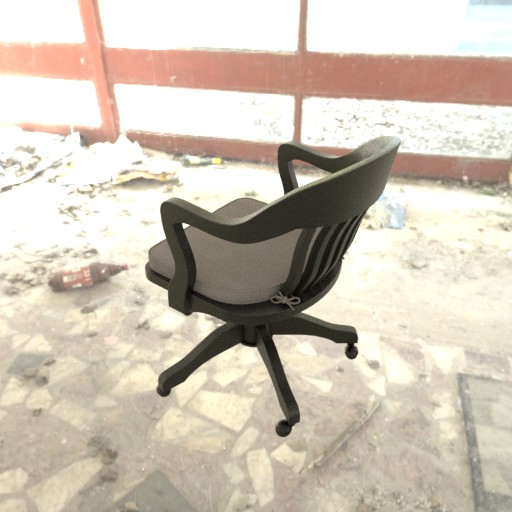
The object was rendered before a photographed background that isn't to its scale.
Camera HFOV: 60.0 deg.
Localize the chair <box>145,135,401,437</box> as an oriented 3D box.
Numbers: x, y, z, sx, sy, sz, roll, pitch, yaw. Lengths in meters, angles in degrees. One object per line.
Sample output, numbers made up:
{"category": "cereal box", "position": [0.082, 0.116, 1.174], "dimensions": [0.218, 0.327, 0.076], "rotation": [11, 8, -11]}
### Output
{"category": "chair", "position": [0.000, 0.000, 1.461], "dimensions": [0.788, 0.878, 0.750], "rotation": [21, 38, 29]}
